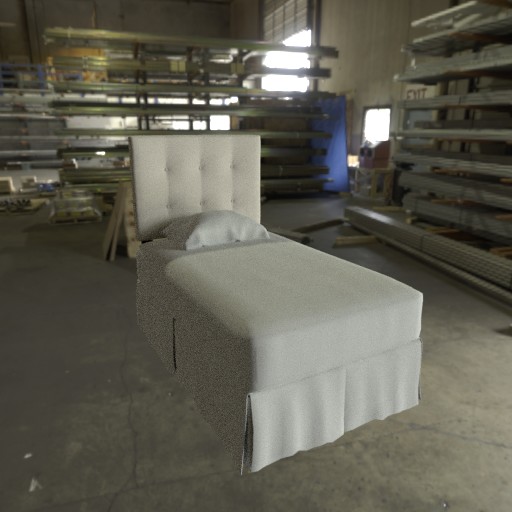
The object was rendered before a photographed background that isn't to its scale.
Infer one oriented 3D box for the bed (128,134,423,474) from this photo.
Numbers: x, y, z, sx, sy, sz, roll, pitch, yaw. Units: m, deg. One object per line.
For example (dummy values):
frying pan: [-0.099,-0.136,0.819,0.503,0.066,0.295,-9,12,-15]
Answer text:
bed: [0.000,0.000,3.028,1.261,1.571,1.997,-9,18,-28]
